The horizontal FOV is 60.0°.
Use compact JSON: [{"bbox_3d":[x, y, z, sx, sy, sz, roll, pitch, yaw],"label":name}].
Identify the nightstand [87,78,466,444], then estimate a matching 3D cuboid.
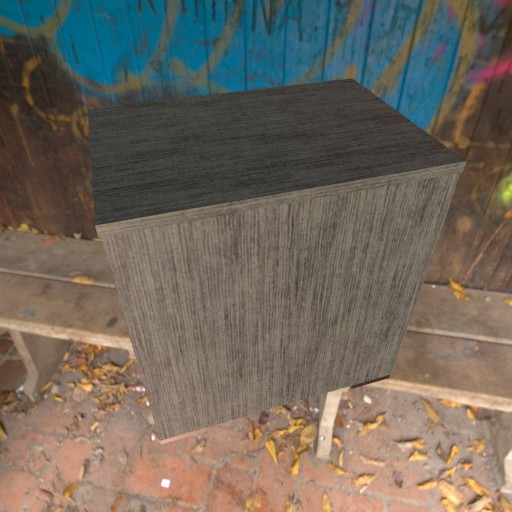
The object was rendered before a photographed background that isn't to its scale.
[{"bbox_3d":[0.000,0.000,0.763,0.441,0.460,0.325,-12,42,-13],"label":"nightstand"}]
